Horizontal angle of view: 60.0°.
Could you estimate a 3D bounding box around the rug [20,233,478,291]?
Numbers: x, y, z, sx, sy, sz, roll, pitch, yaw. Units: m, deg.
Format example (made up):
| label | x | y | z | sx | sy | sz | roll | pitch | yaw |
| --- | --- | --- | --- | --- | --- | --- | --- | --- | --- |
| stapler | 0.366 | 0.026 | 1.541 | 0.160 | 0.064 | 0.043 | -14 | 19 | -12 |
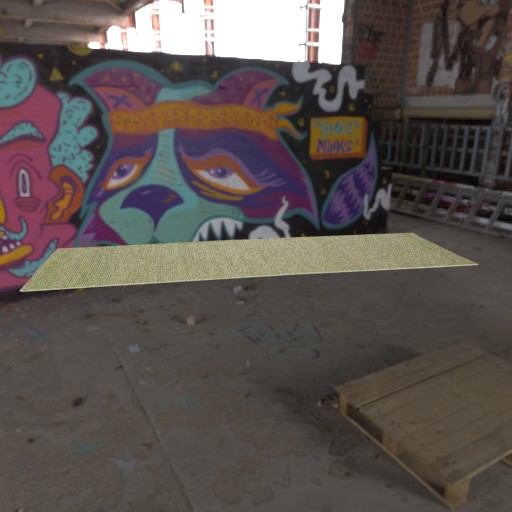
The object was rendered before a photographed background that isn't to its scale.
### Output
| label | x | y | z | sx | sy | sz | roll | pitch | yaw |
| --- | --- | --- | --- | --- | --- | --- | --- | --- | --- |
| rug | 0.000 | 0.000 | 2.548 | 2.340 | 0.013 | 0.686 | -3 | 18 | -9 |
